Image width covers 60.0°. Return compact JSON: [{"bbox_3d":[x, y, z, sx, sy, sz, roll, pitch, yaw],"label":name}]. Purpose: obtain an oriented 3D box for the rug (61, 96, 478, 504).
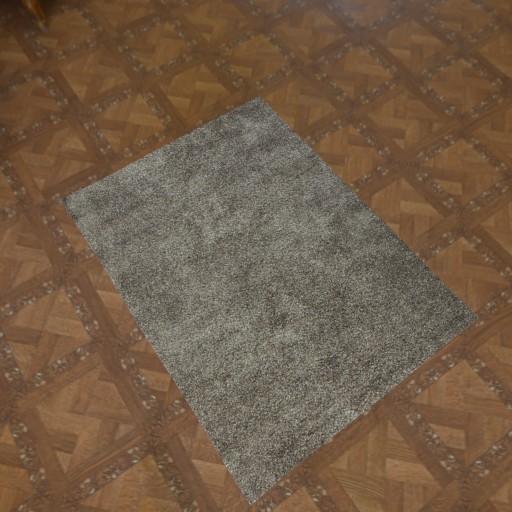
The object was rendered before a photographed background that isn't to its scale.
[{"bbox_3d":[0.000,0.000,2.038,1.198,0.025,1.601,-33,68,-15],"label":"rug"}]
